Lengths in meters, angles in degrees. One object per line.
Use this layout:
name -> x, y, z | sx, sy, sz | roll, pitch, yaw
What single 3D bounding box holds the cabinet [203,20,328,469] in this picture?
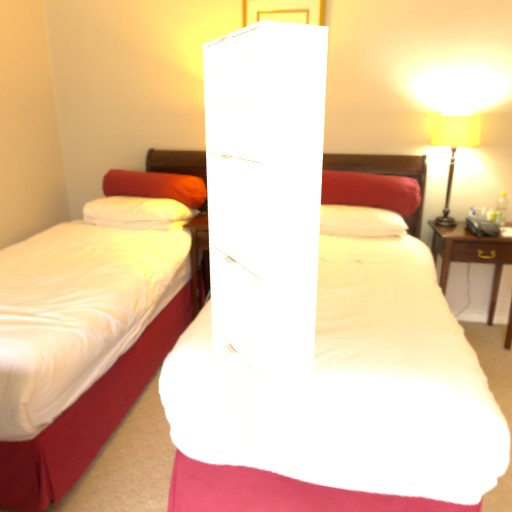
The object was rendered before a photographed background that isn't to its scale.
cabinet -> 0.000, 0.000, 1.814 | 0.255, 1.630, 0.520 | -8, 19, -25
